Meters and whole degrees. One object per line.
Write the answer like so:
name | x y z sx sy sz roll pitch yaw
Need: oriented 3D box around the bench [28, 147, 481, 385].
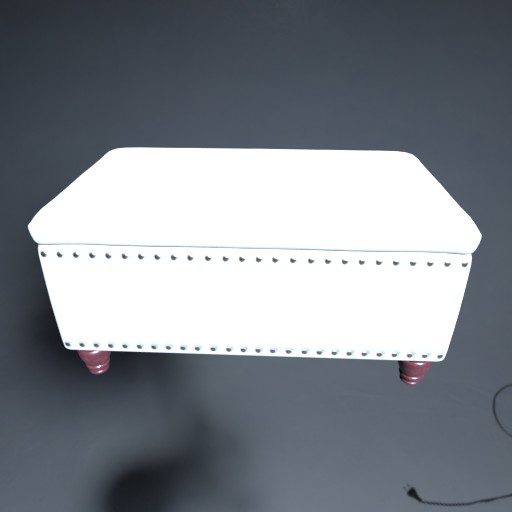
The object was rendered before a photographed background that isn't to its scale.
bench | 0.000 0.000 1.165 0.887 0.449 0.500 1 29 2
